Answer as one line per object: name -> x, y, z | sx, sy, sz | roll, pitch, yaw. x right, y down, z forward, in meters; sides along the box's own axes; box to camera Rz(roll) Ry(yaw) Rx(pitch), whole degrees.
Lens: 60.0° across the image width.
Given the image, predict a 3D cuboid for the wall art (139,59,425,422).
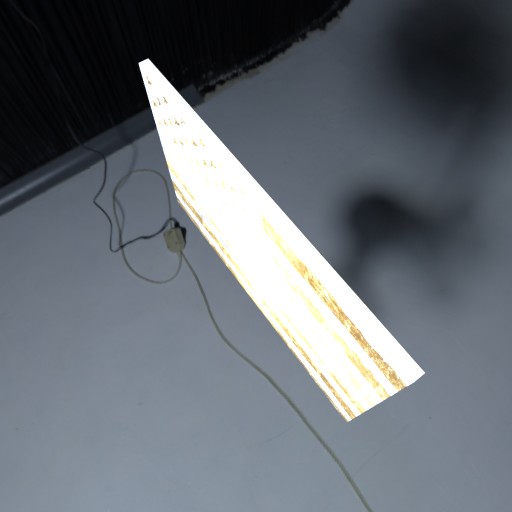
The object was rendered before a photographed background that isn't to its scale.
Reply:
wall art -> 0.000, 0.000, 1.181 | 0.027, 0.610, 0.932 | -33, 68, -15
